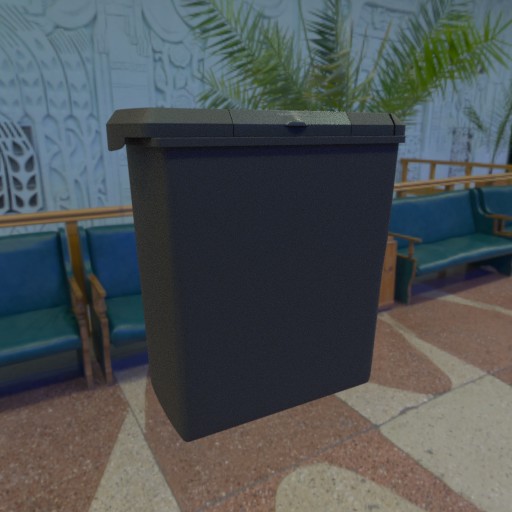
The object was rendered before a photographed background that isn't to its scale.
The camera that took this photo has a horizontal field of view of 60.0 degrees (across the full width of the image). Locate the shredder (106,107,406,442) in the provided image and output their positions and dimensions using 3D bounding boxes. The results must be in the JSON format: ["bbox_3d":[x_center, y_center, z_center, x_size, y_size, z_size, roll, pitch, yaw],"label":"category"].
[{"bbox_3d":[0.000,0.000,0.529,0.320,0.335,0.170,-8,18,-27],"label":"shredder"}]
